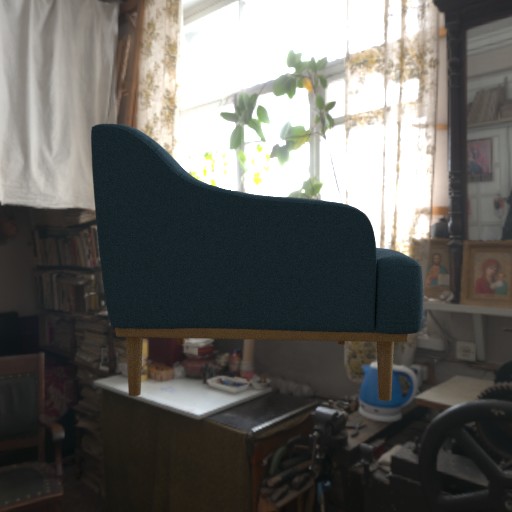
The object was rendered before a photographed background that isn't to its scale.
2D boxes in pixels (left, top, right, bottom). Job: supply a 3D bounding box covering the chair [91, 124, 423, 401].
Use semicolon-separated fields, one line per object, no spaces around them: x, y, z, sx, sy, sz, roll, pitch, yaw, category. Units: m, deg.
0.000;0.000;1.663;0.951;0.818;0.946;0;1;2;chair
